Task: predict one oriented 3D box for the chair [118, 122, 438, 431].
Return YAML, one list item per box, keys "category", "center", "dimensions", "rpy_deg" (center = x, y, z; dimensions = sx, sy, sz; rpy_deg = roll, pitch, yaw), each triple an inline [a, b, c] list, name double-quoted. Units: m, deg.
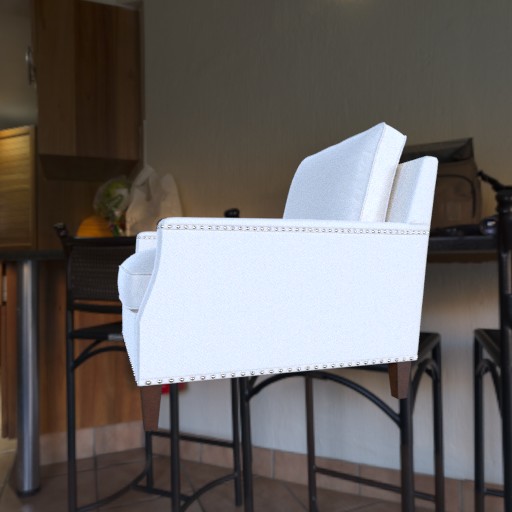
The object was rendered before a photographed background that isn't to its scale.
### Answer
- category: "chair"
  center: [0.000, 0.000, 1.717]
  dimensions: [1.014, 0.943, 0.853]
  rpy_deg: [0, 0, -19]
